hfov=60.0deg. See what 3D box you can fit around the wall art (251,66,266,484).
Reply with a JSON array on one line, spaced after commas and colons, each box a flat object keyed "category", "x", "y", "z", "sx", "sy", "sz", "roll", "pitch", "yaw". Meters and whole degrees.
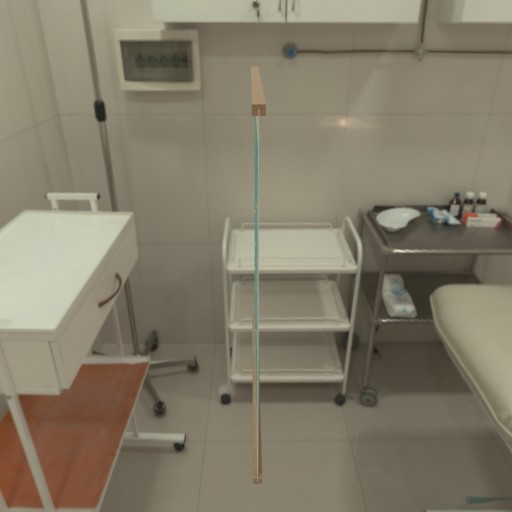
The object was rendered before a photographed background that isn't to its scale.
[{"category": "wall art", "x": 0.000, "y": 0.000, "z": 0.683, "sx": 0.012, "sy": 0.508, "sz": 0.405, "roll": 0, "pitch": 27, "yaw": -1}]
